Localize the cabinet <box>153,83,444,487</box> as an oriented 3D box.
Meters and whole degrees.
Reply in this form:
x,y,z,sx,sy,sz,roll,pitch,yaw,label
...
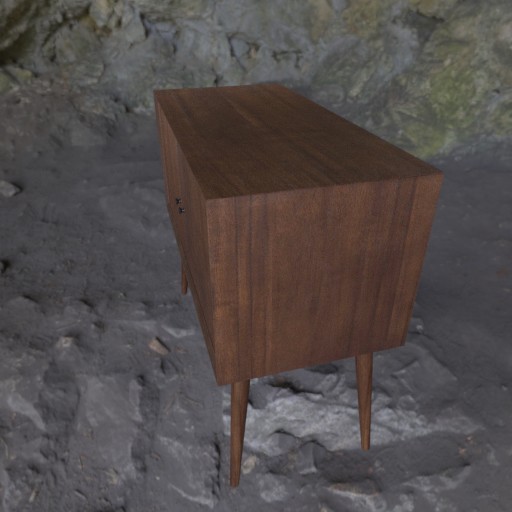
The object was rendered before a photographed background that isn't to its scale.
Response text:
x,y,z,sx,sy,sz,roll,pitch,yaw,label
0.000,0.000,1.078,0.354,0.654,0.743,-9,32,-14,cabinet
